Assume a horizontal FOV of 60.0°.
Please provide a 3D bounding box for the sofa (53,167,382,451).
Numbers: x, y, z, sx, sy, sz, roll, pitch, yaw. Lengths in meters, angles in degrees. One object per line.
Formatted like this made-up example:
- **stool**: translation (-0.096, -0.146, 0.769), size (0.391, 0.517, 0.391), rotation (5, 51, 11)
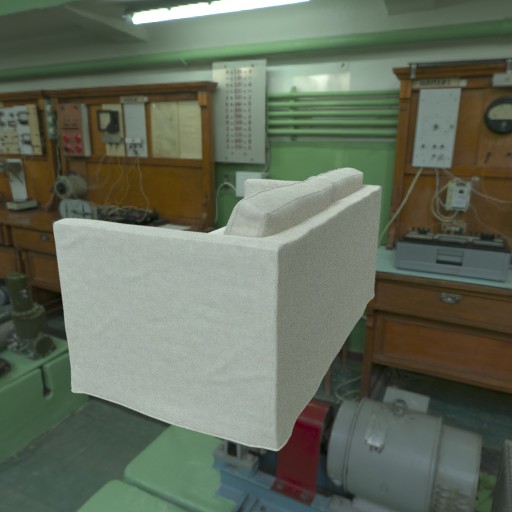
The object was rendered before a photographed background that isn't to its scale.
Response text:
- **sofa**: translation (0.000, 0.000, 2.280), size (0.962, 0.835, 1.719), rotation (7, 17, 24)
